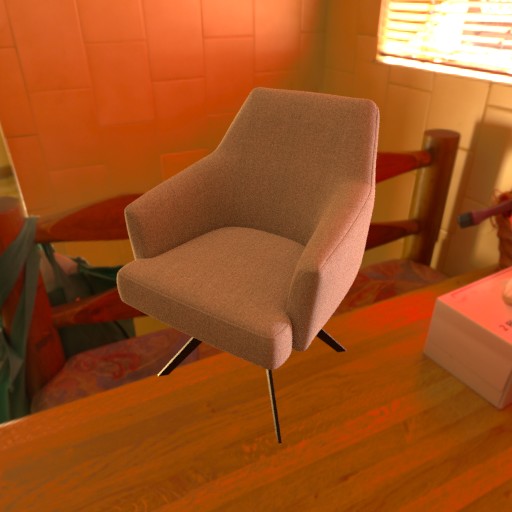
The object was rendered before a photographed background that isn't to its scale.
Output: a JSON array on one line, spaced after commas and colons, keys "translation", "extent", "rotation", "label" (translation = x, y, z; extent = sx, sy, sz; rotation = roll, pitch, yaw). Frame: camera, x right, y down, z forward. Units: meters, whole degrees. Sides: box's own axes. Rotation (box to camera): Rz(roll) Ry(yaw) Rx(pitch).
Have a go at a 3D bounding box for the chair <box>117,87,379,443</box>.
[{"translation": [0.000, 0.000, 1.367], "extent": [0.642, 0.874, 0.677], "rotation": [18, 35, 29], "label": "chair"}]
